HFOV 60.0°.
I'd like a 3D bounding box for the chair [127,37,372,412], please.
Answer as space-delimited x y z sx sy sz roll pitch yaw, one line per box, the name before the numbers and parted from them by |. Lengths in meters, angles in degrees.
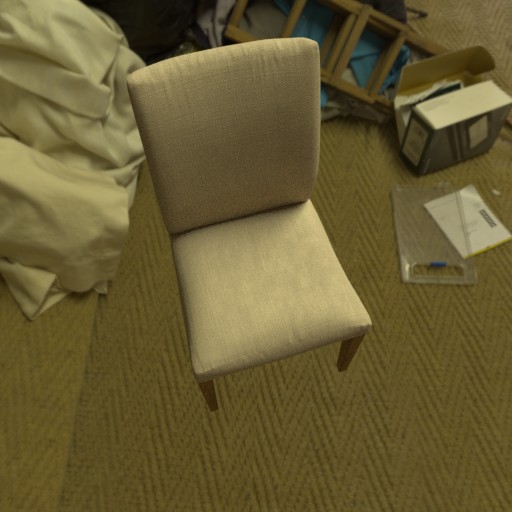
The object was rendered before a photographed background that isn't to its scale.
chair | 0.000 0.000 1.254 0.496 0.940 0.585 -15 63 -8
